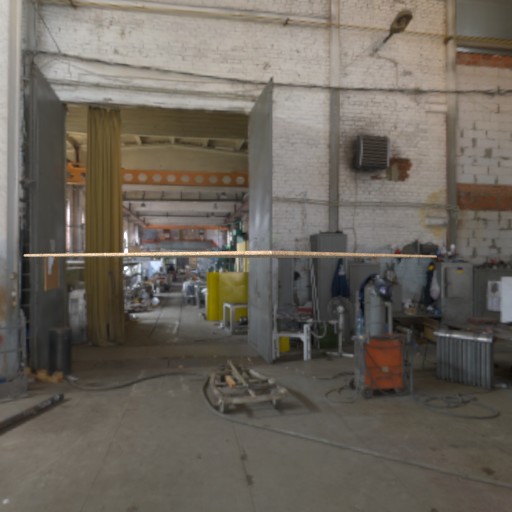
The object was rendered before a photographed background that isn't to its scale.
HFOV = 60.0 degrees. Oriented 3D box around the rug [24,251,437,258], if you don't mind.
[{"bbox_3d":[0.000,0.000,4.085,2.420,0.019,3.039,0,-1,36],"label":"rug"}]
